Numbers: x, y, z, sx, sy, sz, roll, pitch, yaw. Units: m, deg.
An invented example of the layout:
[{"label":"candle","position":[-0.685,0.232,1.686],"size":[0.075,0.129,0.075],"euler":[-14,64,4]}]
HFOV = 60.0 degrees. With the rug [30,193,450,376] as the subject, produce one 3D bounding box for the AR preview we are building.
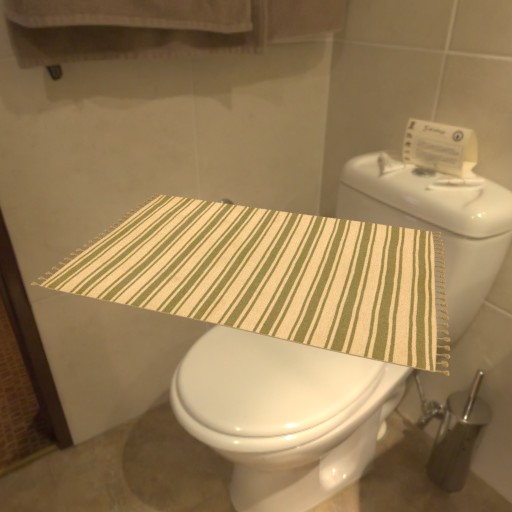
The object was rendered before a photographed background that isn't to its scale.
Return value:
[{"label":"rug","position":[0.000,0.000,3.018],"size":[2.435,0.018,1.540],"euler":[10,32,16]}]
